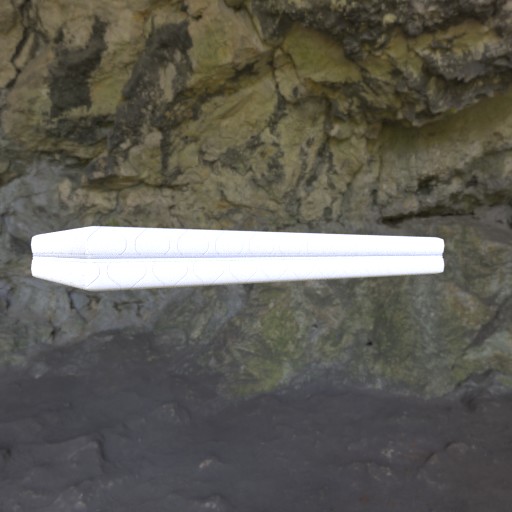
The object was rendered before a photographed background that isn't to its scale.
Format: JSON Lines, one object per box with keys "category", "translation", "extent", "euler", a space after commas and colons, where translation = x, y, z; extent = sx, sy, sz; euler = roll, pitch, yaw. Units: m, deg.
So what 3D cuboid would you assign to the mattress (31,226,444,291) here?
{"category": "mattress", "translation": [0.000, 0.000, 2.227], "extent": [1.900, 0.200, 0.900], "euler": [0, 1, -36]}
